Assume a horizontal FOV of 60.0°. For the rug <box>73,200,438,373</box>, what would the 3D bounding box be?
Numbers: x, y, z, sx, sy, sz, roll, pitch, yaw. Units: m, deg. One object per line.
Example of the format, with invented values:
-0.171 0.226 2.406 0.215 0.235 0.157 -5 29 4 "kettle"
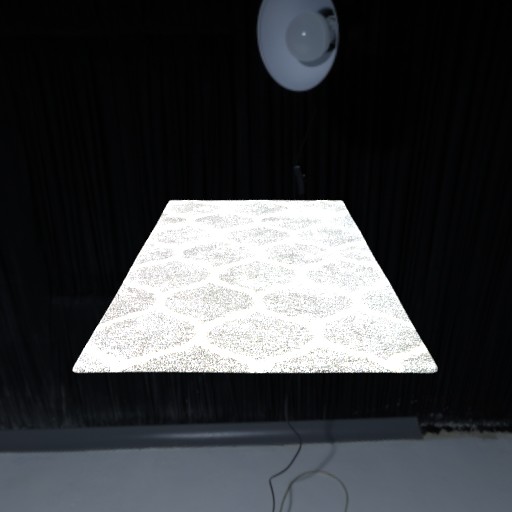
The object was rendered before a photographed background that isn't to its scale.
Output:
0.000 0.000 3.388 1.801 0.026 2.701 0 25 0 "rug"
